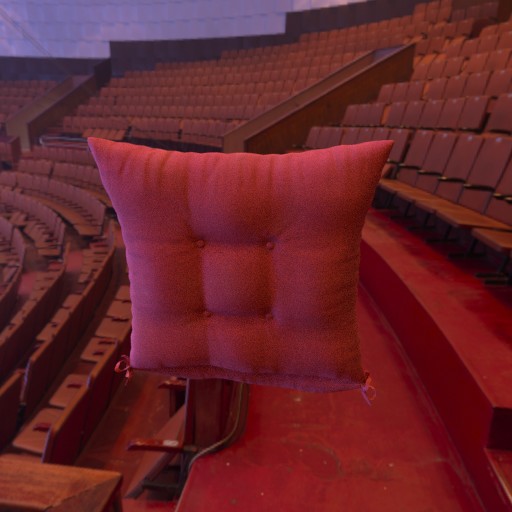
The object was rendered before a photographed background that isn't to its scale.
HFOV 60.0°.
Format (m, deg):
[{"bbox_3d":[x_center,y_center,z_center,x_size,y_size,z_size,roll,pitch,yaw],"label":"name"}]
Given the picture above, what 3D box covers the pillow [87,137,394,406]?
[{"bbox_3d":[0.000,0.000,1.019,0.541,0.536,0.585,2,16,8],"label":"pillow"}]
